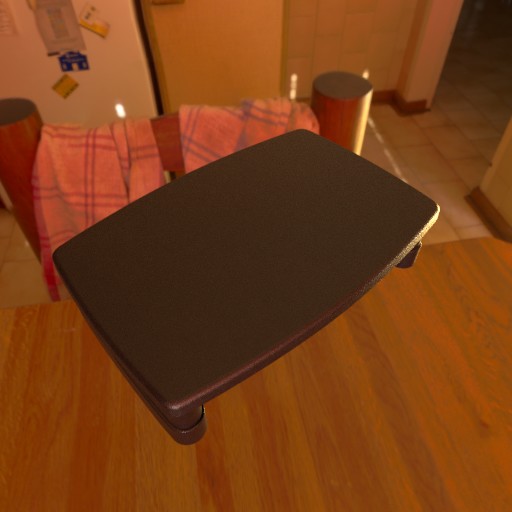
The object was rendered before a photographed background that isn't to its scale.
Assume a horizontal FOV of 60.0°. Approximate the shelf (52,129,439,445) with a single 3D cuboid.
[{"bbox_3d":[0.000,0.000,0.545,0.410,0.100,0.280,-32,55,-27],"label":"shelf"}]
